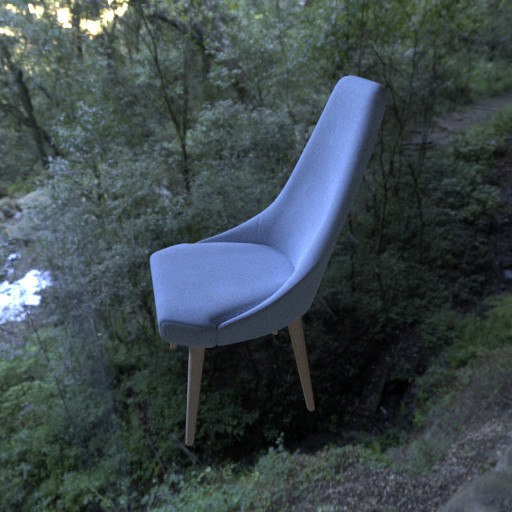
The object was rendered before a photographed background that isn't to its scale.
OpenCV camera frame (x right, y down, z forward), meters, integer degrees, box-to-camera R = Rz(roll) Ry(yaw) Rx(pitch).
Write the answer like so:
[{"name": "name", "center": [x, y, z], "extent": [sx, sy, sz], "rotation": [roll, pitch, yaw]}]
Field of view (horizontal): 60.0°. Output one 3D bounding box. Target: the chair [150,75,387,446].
[{"name": "chair", "center": [0.000, 0.000, 1.419], "extent": [0.660, 1.040, 0.510], "rotation": [-8, 31, -13]}]
